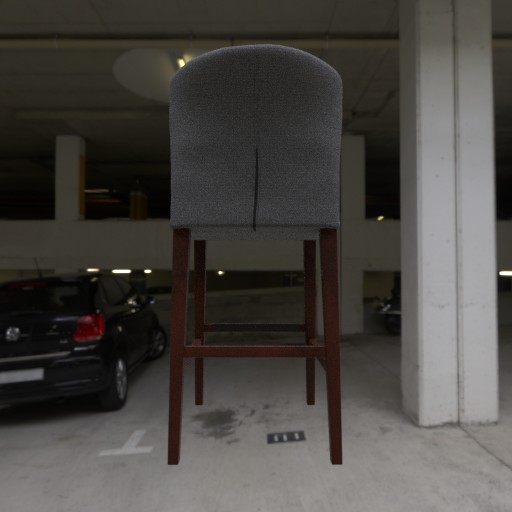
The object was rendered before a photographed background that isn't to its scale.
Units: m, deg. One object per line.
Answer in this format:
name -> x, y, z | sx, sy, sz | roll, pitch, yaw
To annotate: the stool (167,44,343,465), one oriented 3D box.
stool -> 0.000, 0.000, 1.387 | 0.486, 1.069, 0.568 | 0, -2, 0
